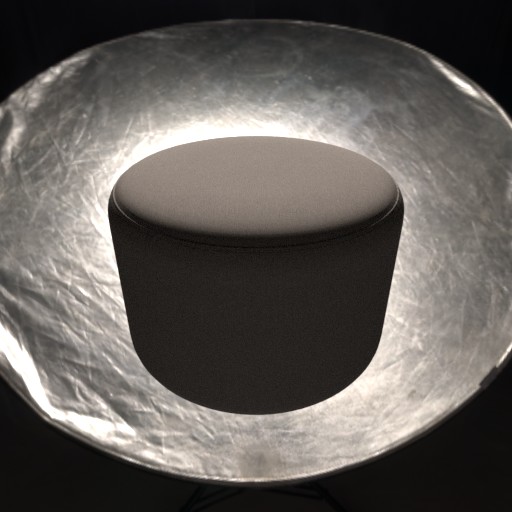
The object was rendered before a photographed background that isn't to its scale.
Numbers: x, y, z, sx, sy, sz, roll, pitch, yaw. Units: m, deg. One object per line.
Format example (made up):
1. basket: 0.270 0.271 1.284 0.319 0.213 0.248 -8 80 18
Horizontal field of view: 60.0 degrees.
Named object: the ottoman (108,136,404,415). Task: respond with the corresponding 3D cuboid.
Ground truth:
1. ottoman: 0.000 0.000 1.020 0.608 0.433 0.608 0 31 0
